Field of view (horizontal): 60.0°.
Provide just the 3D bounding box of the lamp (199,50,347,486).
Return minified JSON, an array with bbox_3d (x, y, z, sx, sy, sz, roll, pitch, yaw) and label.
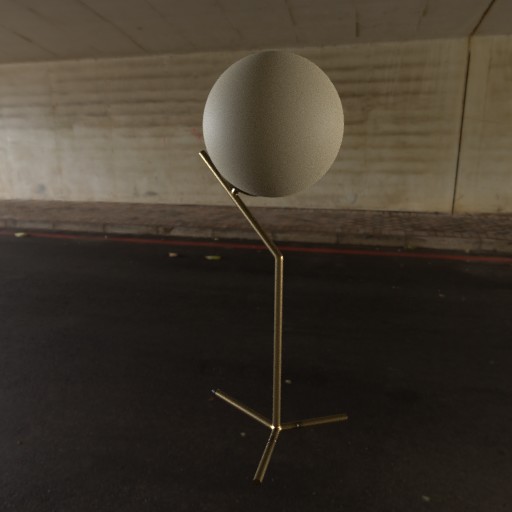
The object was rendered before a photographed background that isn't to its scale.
[{"bbox_3d":[0.000,0.000,0.659,0.210,0.552,0.251,-14,19,-43],"label":"lamp"}]
